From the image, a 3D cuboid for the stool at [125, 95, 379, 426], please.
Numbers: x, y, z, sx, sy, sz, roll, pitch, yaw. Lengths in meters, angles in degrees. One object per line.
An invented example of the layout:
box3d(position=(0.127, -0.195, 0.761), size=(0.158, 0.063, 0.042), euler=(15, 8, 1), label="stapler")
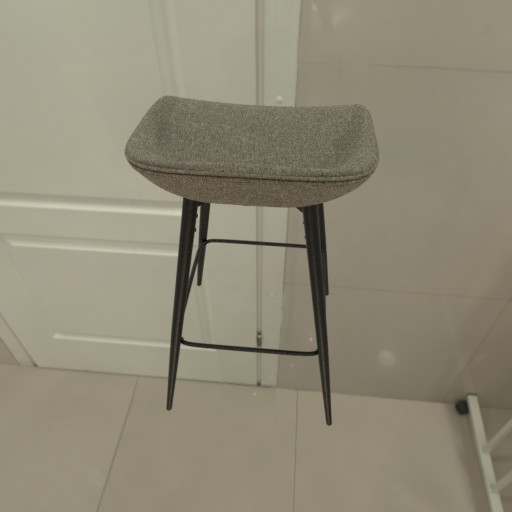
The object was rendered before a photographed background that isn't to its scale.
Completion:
box3d(position=(0.000, 0.000, 1.117), size=(0.469, 0.814, 0.480), euler=(4, 46, 4), label="stool")
